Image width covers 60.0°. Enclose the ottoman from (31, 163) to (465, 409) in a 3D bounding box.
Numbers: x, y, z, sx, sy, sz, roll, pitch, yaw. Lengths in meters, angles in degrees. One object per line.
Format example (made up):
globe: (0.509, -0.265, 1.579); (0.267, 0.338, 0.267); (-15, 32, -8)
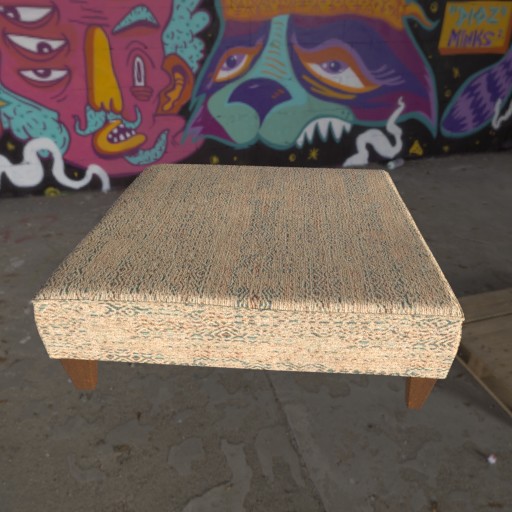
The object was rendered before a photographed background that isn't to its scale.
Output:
ottoman: (0.000, 0.000, 1.483); (1.004, 0.356, 0.968); (2, 30, 4)
